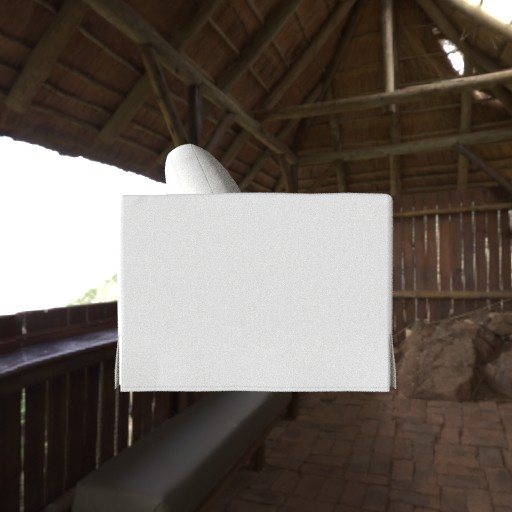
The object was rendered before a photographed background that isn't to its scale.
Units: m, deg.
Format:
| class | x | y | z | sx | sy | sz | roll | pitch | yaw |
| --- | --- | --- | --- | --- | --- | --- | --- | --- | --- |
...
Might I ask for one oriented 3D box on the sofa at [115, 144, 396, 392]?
| class | x | y | z | sx | sy | sz | roll | pitch | yaw |
| --- | --- | --- | --- | --- | --- | --- | --- | --- | --- |
| sofa | 0.000 | 0.000 | 2.458 | 1.009 | 0.932 | 1.813 | 0 | 1 | 0 |
